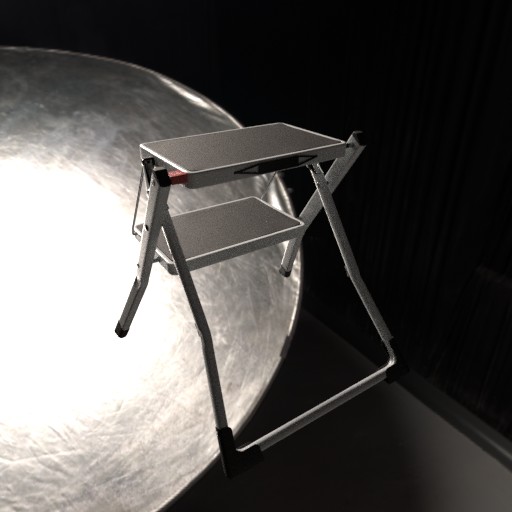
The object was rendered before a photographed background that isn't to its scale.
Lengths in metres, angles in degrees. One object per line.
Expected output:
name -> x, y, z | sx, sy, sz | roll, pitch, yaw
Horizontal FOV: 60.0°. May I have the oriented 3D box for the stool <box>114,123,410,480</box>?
stool -> 0.000, 0.000, 0.862 | 0.485, 0.445, 0.490 | -18, 34, -29
